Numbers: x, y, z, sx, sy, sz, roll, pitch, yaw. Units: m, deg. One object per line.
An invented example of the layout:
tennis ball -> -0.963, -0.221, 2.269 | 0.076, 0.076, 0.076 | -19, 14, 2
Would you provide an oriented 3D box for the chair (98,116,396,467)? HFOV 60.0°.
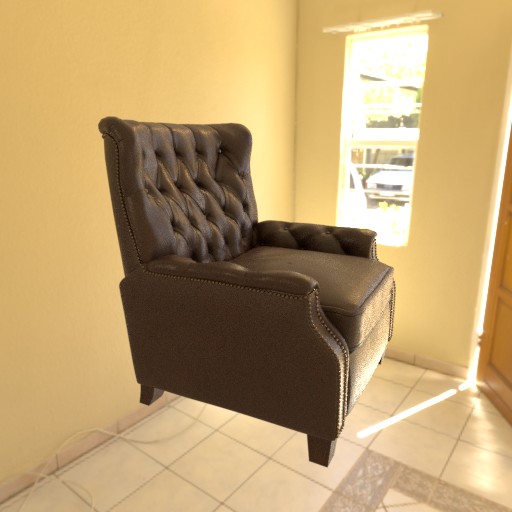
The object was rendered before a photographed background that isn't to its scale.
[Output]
chair -> 0.000, 0.000, 1.454 | 0.823, 0.864, 0.709 | 8, 17, 27
